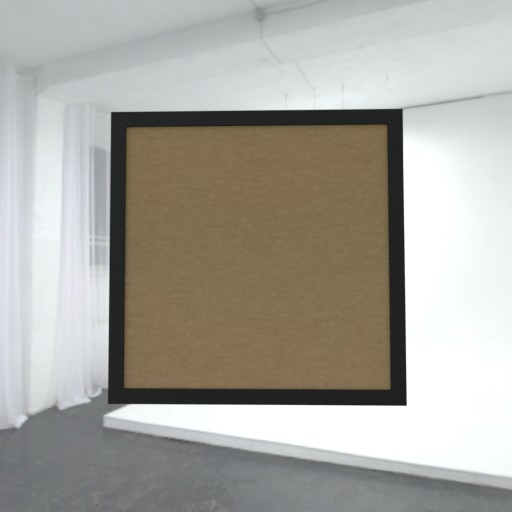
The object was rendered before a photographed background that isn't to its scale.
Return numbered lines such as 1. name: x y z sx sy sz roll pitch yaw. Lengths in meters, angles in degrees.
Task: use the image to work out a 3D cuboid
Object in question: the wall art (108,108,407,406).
1. wall art: 0.000 0.000 0.542 0.358 0.357 0.012 0 -2 2
